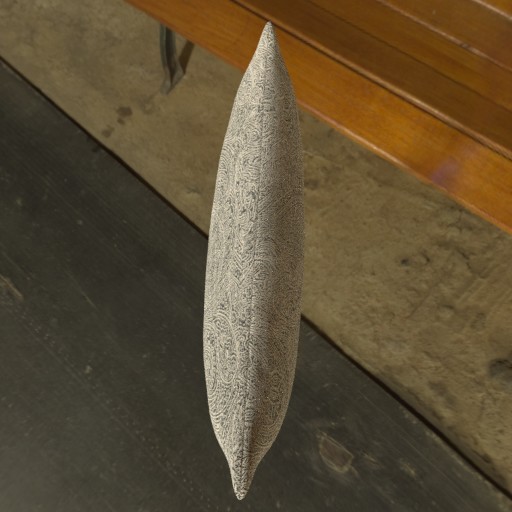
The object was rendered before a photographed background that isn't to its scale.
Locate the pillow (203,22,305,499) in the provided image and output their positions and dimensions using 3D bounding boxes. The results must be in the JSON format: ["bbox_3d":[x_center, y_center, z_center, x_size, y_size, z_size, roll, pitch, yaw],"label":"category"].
[{"bbox_3d":[0.000,0.000,0.691,0.151,0.295,0.615,3,76,1],"label":"pillow"}]
